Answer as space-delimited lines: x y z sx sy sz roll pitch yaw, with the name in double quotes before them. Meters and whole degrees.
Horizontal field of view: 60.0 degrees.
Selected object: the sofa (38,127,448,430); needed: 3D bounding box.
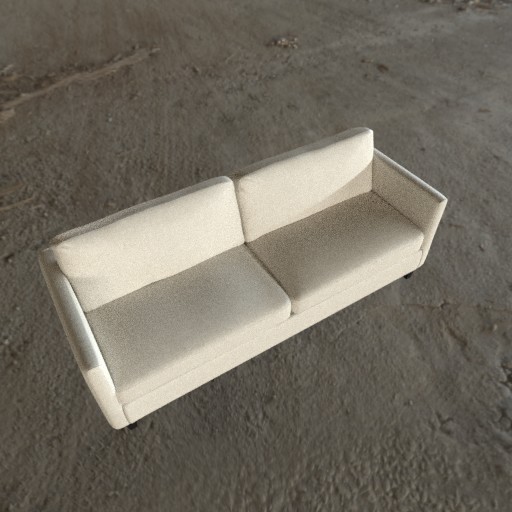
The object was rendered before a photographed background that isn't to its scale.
"sofa" 0.000 0.000 2.915 2.434 0.965 0.948 -24 51 -21
